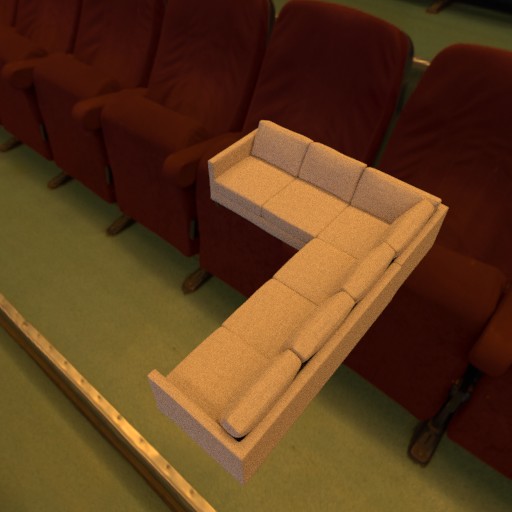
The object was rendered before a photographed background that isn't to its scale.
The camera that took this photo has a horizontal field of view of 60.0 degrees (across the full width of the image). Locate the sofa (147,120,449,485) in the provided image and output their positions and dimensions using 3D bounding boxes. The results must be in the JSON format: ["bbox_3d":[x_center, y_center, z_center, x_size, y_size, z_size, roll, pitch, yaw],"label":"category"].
[{"bbox_3d":[0.000,0.000,4.328,2.432,0.863,3.182,32,55,26],"label":"sofa"}]
